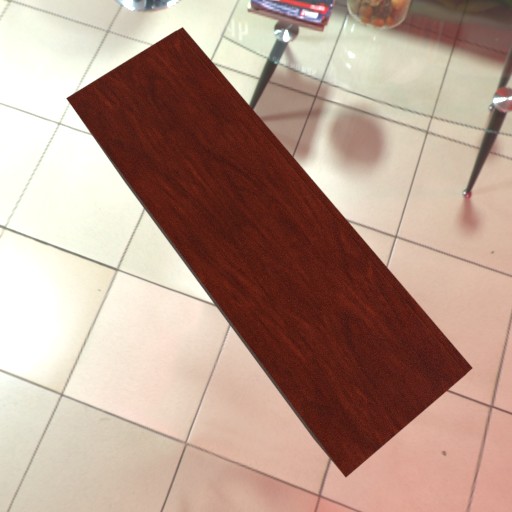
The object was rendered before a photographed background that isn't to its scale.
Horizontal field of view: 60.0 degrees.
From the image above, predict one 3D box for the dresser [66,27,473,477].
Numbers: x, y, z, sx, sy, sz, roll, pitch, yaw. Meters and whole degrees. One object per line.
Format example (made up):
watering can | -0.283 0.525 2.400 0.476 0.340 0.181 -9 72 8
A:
dresser | 0.000 0.000 1.821 0.500 0.889 1.472 -36 78 -9
